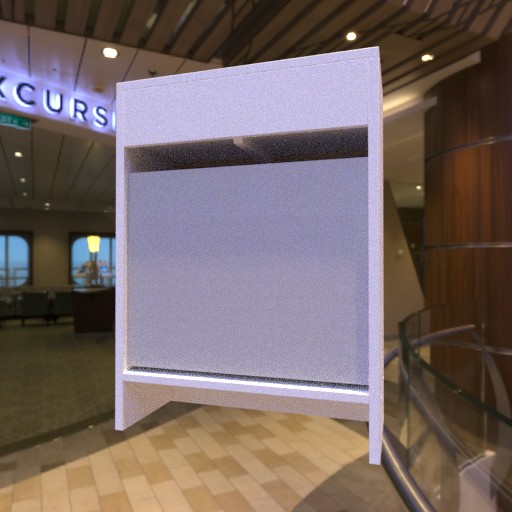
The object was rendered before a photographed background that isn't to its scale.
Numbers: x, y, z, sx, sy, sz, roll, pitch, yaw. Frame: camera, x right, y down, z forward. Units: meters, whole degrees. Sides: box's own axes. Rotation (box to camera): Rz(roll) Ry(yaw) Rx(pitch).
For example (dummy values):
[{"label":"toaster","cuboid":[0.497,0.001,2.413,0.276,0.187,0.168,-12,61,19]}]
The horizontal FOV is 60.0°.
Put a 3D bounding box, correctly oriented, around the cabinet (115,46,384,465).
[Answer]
[{"label":"cabinet","cuboid":[0.000,0.000,1.093,0.600,0.815,0.296,0,-1,18]}]
